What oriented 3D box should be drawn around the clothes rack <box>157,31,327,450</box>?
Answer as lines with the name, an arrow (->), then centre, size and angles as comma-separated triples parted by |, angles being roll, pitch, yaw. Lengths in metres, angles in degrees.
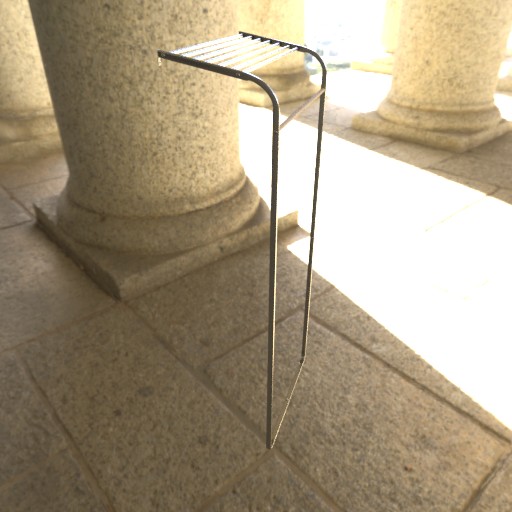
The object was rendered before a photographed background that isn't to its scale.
clothes rack -> 0.000, 0.000, 1.792 | 0.349, 1.574, 0.609 | 11, 33, 17
